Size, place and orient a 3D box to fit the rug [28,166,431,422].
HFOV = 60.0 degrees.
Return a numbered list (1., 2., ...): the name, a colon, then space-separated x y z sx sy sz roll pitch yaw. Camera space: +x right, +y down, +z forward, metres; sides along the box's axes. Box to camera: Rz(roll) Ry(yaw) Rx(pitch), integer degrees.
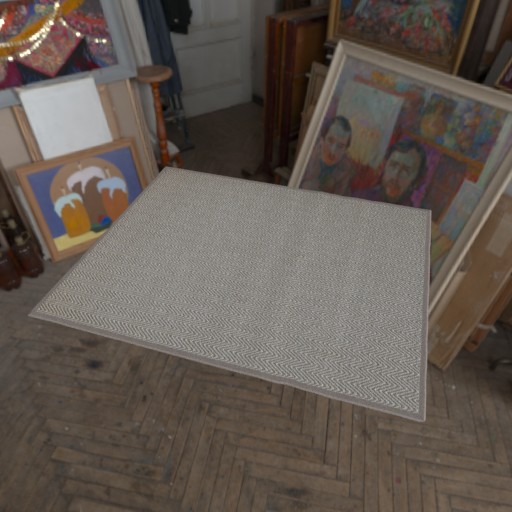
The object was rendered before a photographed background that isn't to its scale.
1. rug: 0.000 0.000 4.015 3.007 0.032 2.434 12 42 13
